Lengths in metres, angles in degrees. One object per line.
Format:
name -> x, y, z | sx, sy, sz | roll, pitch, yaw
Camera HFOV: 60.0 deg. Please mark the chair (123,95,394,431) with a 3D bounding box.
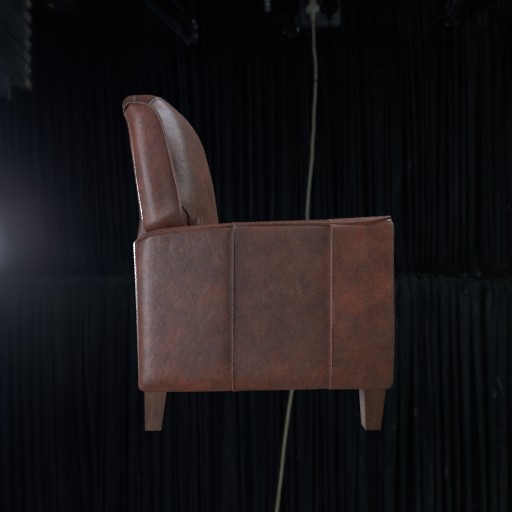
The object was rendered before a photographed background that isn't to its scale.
chair -> 0.000, 0.000, 1.687 | 0.836, 1.043, 0.843 | 0, 1, -1
